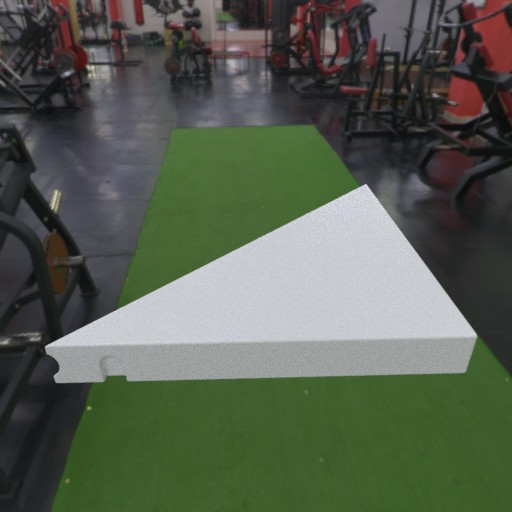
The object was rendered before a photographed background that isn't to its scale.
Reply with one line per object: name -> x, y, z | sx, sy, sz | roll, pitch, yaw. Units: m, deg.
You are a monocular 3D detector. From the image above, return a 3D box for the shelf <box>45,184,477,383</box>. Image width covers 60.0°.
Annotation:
shelf -> 0.000, 0.000, 0.437 | 0.296, 0.035, 0.296 | -1, 30, -2
